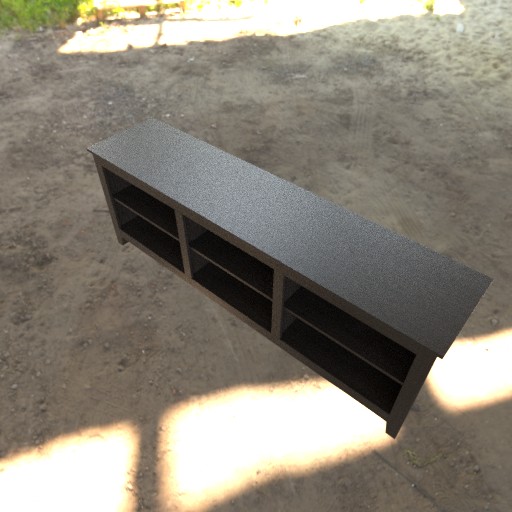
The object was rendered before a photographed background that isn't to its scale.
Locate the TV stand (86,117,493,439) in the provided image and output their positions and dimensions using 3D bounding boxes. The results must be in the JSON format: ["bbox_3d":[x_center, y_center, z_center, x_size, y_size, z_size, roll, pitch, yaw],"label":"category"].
[{"bbox_3d":[0.000,0.000,2.022,1.778,0.610,0.406,31,52,28],"label":"TV stand"}]
